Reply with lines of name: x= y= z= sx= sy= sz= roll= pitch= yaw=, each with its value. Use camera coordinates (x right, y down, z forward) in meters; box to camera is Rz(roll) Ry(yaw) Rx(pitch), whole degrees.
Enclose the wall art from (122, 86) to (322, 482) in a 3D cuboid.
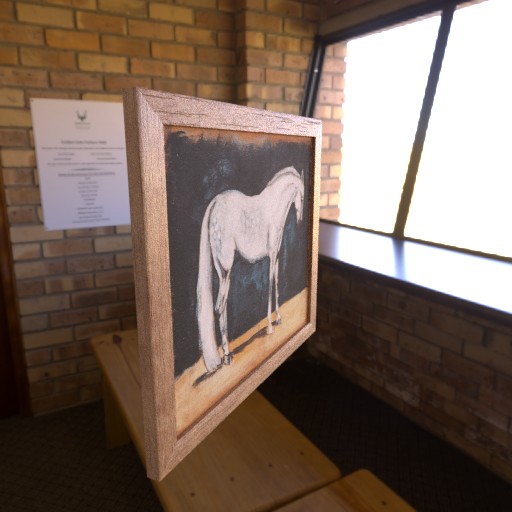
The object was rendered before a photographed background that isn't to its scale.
wall art: x=0.000 y=0.000 z=0.932 sx=0.026 sy=0.588 sz=0.690 roll=7 pitch=15 yaw=27
